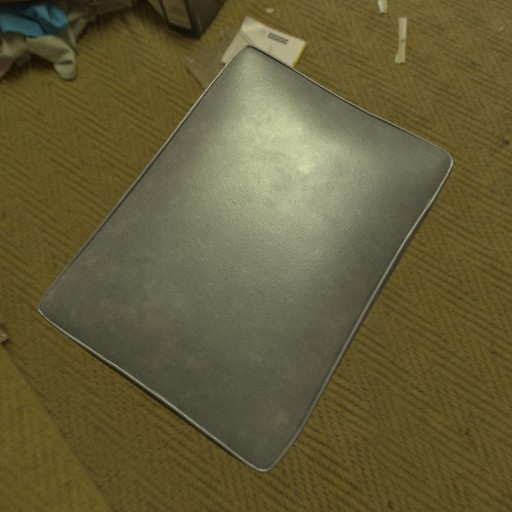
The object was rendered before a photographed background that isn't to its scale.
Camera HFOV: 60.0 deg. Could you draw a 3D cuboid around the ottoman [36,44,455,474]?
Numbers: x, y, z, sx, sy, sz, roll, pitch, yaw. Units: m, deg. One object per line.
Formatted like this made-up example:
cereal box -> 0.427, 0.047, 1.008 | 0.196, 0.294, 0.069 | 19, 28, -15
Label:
ottoman -> 0.000, 0.000, 1.074 | 0.554, 0.445, 0.756 | 32, 77, 8
